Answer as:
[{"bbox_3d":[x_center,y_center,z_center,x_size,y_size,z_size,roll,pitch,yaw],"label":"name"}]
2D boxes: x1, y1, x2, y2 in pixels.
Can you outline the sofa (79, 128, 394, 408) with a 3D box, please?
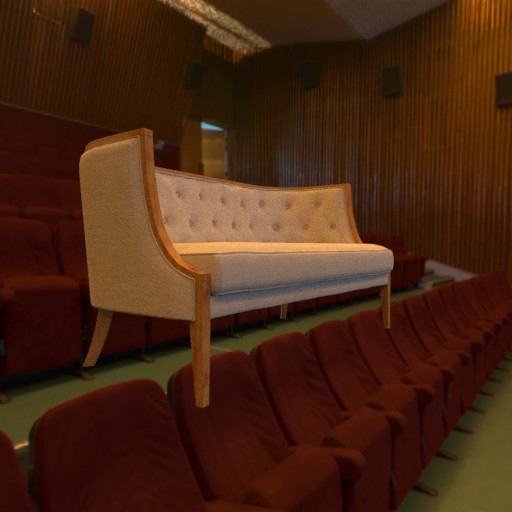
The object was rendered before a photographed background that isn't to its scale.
[{"bbox_3d":[0.000,0.000,1.956,0.770,0.775,1.474,1,1,36],"label":"sofa"}]
